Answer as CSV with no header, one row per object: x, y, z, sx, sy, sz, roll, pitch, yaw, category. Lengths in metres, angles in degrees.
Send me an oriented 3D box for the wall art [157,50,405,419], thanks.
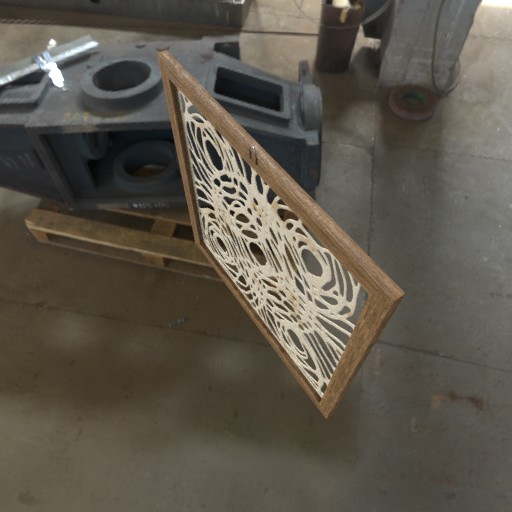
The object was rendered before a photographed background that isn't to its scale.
0.000,0.000,0.846,0.021,0.576,0.561,-30,62,-18,wall art
